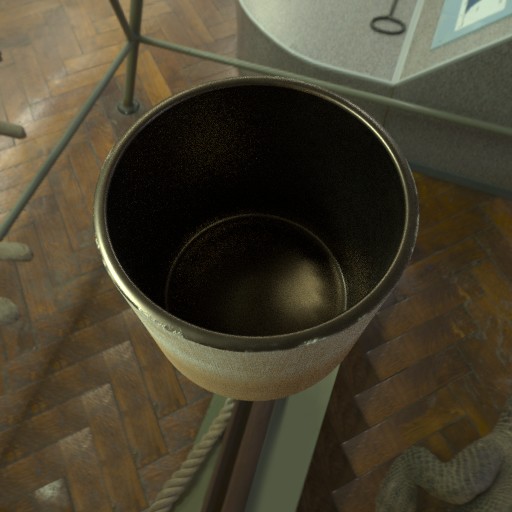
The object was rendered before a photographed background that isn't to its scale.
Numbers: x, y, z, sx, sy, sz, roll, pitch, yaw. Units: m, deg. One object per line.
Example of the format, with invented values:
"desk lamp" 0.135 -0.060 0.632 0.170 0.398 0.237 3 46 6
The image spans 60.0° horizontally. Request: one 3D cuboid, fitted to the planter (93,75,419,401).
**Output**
"planter" 0.000 0.000 0.385 0.221 0.201 0.221 0 64 0
